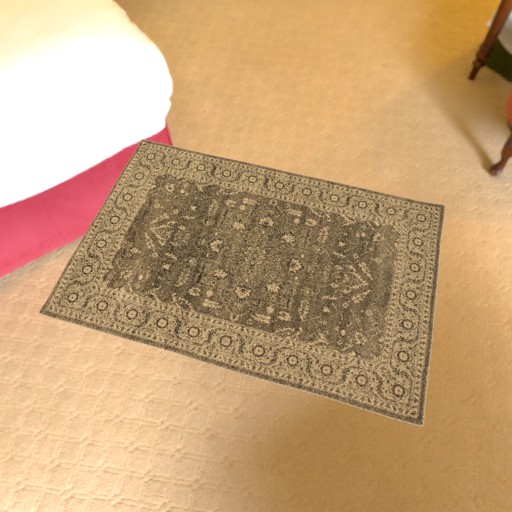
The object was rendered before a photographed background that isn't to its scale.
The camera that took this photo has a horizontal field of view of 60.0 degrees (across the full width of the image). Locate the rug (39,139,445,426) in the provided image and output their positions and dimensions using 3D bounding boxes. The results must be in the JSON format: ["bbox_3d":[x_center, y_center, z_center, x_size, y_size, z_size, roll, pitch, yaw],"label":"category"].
[{"bbox_3d":[0.000,0.000,2.287,1.828,0.019,1.209,14,60,8],"label":"rug"}]
